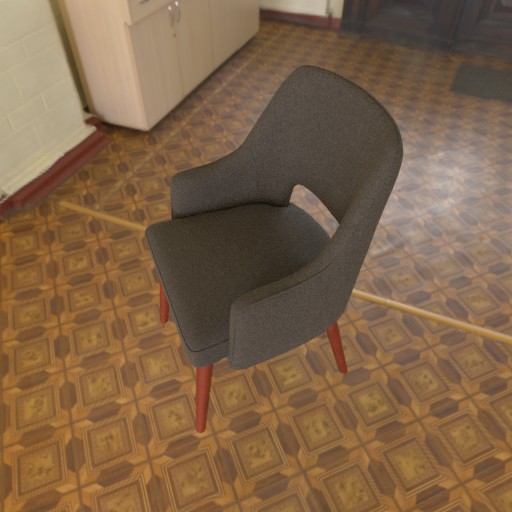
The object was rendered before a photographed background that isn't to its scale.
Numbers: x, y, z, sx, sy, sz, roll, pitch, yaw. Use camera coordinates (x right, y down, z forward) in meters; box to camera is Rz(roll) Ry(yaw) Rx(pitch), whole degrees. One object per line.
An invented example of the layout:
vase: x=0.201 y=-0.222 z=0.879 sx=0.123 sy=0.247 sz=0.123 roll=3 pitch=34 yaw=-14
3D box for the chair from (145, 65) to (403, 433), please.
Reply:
chair: x=0.000 y=0.000 z=1.214 sx=0.560 sy=0.838 sz=0.559 roll=-17 pitch=48 yaw=-16
